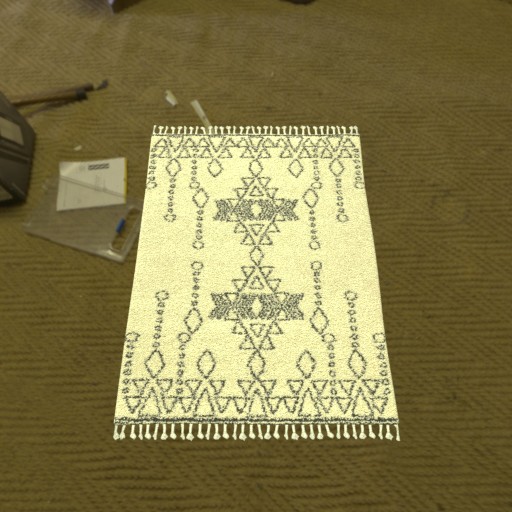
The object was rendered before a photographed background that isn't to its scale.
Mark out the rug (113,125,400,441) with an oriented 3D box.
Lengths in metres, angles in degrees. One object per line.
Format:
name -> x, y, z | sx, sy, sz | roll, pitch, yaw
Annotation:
rug -> 0.000, 0.000, 3.917 | 2.125, 0.028, 3.027 | 0, 64, 0
